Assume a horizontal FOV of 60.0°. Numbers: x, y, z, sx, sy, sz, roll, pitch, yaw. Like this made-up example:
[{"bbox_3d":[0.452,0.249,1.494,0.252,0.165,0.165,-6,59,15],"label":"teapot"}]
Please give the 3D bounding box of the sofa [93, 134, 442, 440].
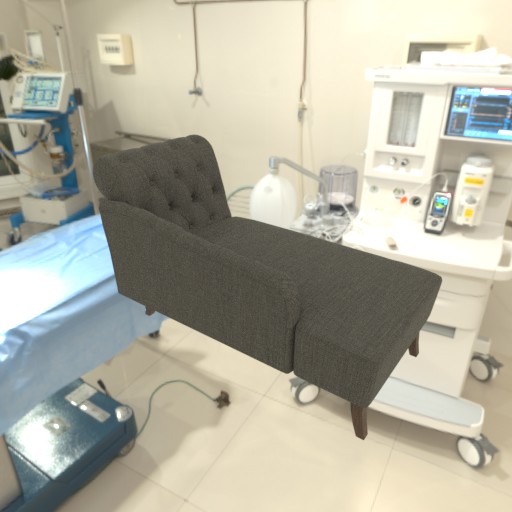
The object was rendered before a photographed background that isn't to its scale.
[{"bbox_3d":[0.000,0.000,1.887,1.379,0.787,0.675,18,32,32],"label":"sofa"}]
